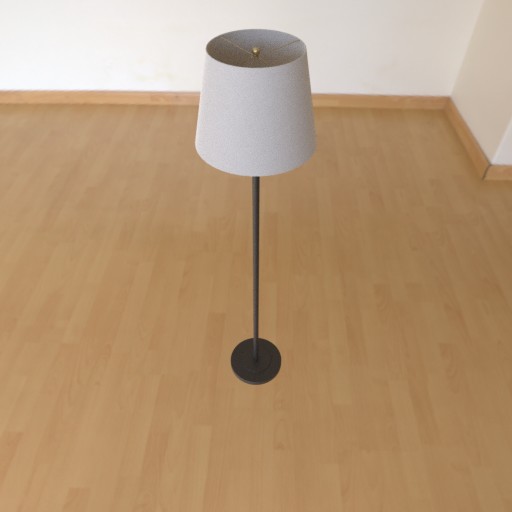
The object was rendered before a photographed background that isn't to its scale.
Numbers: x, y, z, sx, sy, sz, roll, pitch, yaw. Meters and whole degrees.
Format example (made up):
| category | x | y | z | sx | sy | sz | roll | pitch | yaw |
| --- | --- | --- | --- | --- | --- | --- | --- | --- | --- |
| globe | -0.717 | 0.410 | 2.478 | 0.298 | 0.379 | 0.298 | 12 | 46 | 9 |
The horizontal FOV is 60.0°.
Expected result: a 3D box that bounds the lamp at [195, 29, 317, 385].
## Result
| category | x | y | z | sx | sy | sz | roll | pitch | yaw |
| --- | --- | --- | --- | --- | --- | --- | --- | --- | --- |
| lamp | 0.000 | 0.000 | 1.616 | 0.348 | 1.473 | 0.348 | -17 | 48 | -16 |
